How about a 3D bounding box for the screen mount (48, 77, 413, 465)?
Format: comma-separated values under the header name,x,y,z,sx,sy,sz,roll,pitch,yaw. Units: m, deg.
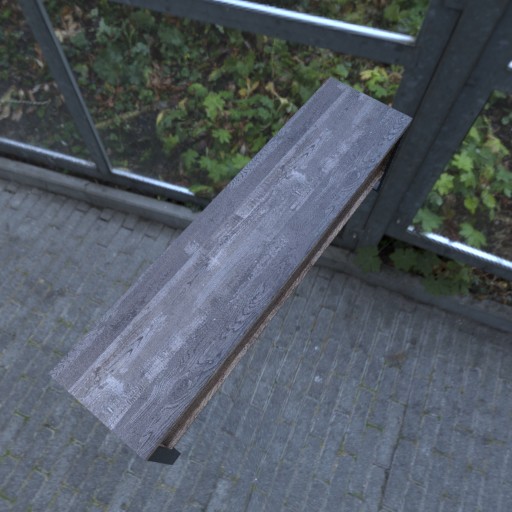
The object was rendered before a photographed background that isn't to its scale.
name,x,y,z,sx,sy,sz,roll,pitch,yaw
screen mount,0.000,0.000,1.719,0.395,0.450,1.524,34,68,16
